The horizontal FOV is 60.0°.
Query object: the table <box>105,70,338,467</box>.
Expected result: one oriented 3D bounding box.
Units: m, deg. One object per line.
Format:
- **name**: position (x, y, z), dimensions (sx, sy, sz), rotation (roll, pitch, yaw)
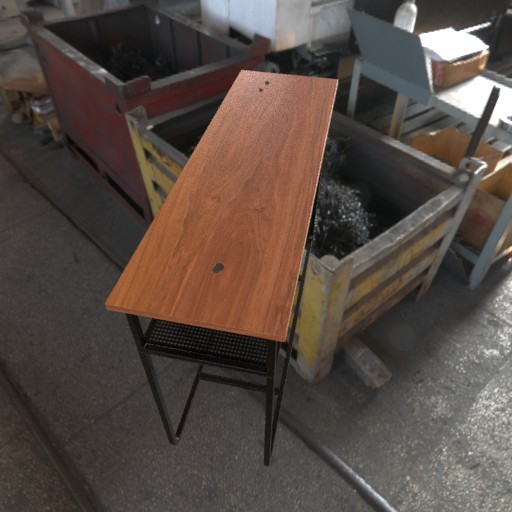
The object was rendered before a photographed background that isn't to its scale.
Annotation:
- **table**: position (0.000, 0.000, 1.463), dimensions (0.350, 0.750, 1.100), rotation (9, 46, 9)
